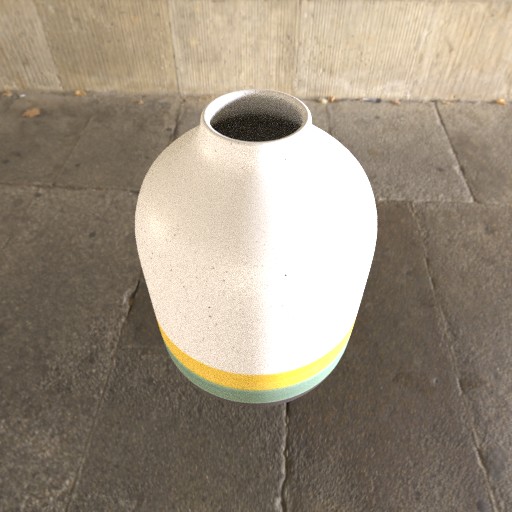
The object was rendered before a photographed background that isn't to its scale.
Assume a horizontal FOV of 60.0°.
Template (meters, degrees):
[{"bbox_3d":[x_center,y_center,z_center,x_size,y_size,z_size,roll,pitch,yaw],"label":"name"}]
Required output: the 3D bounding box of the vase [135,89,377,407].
[{"bbox_3d":[0.000,0.000,0.343,0.169,0.240,0.169,0,47,0],"label":"vase"}]
